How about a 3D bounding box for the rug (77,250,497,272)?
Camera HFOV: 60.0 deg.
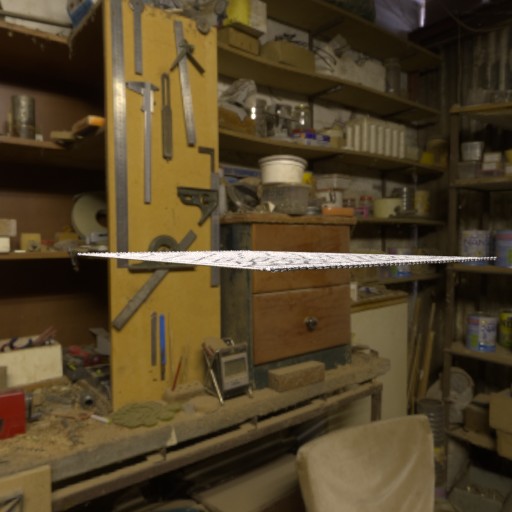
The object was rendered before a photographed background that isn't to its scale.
[{"bbox_3d":[0.000,0.000,2.888,1.613,0.017,2.312,-1,2,-37],"label":"rug"}]
